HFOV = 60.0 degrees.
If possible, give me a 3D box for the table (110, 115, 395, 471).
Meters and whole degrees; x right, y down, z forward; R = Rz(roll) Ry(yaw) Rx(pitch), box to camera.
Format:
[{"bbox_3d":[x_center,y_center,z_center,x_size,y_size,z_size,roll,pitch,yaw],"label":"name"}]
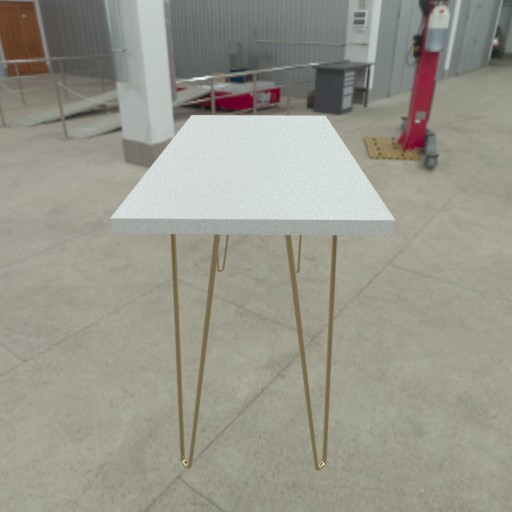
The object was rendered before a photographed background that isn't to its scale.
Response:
[{"bbox_3d":[0.000,0.000,1.359,0.498,0.660,0.991,0,28,1],"label":"table"}]
